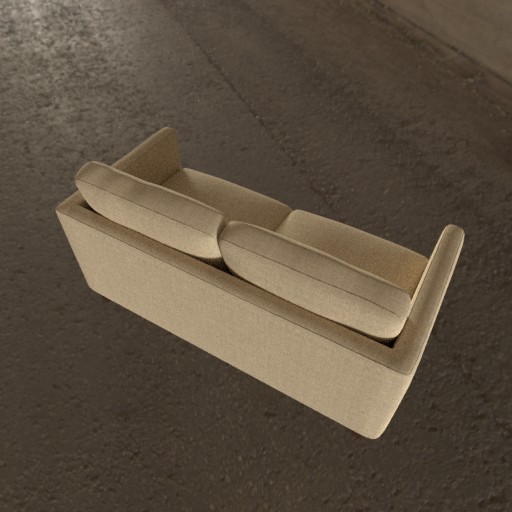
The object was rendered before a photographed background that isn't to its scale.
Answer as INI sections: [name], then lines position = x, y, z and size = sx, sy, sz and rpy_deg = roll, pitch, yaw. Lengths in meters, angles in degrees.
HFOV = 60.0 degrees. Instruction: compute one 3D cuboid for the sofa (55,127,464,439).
[sofa]
position = 0.000, 0.000, 2.413
size = 1.884, 0.963, 0.950
rpy_deg = 23, 52, 20
